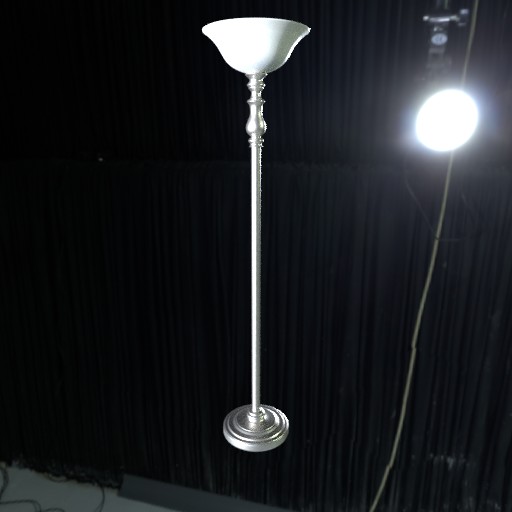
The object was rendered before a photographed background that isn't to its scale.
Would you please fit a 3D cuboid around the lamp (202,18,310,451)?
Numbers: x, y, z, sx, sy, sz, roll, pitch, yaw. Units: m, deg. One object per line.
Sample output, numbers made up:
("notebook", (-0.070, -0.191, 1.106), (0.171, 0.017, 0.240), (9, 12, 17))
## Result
("lamp", (0.000, 0.000, 1.919), (0.405, 1.771, 0.405), (3, 16, 10))
